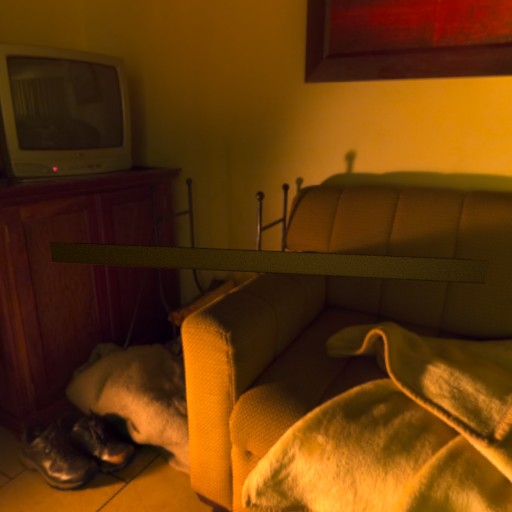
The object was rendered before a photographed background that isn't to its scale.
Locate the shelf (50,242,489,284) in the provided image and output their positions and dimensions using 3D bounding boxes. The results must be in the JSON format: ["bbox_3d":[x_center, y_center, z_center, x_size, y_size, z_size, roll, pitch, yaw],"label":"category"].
[{"bbox_3d":[0.000,0.000,0.975,0.924,0.049,0.092,2,16,9],"label":"shelf"}]
